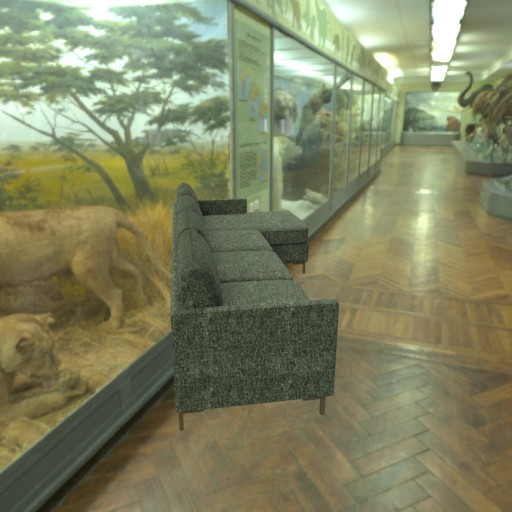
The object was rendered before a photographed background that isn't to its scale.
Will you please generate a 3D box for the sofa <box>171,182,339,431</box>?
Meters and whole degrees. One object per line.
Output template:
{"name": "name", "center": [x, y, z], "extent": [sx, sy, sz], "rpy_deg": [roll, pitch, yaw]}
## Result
{"name": "sofa", "center": [0.000, 0.000, 4.070], "extent": [1.488, 0.970, 3.384], "rpy_deg": [-3, 18, -9]}
